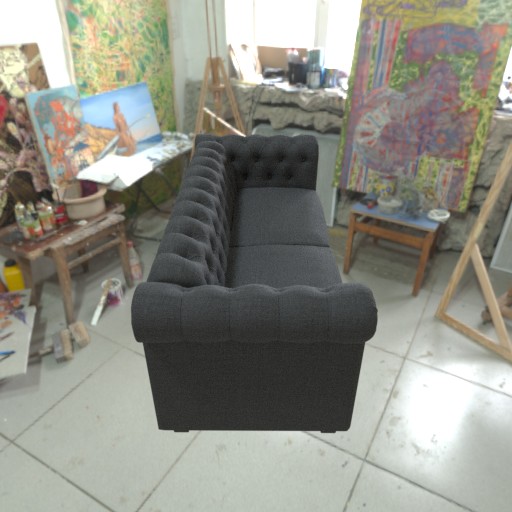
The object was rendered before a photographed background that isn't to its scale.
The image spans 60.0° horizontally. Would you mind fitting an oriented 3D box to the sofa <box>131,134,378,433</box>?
[{"bbox_3d":[0.000,0.000,2.290,0.783,0.797,1.798,0,32,0],"label":"sofa"}]
